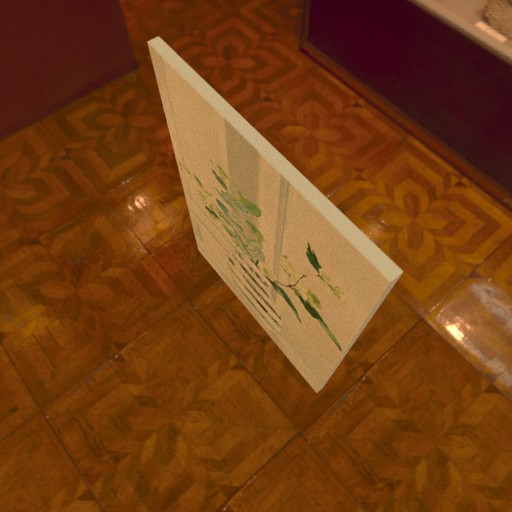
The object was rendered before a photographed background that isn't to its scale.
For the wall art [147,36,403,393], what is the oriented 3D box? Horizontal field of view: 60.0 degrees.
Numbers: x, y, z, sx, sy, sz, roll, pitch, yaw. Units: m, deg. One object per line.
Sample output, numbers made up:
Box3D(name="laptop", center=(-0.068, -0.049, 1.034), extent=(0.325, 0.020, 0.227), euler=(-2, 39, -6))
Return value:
Box3D(name="wall art", center=(0.000, 0.000, 1.591), extent=(0.038, 1.212, 0.914), euler=(-35, 68, -16))
